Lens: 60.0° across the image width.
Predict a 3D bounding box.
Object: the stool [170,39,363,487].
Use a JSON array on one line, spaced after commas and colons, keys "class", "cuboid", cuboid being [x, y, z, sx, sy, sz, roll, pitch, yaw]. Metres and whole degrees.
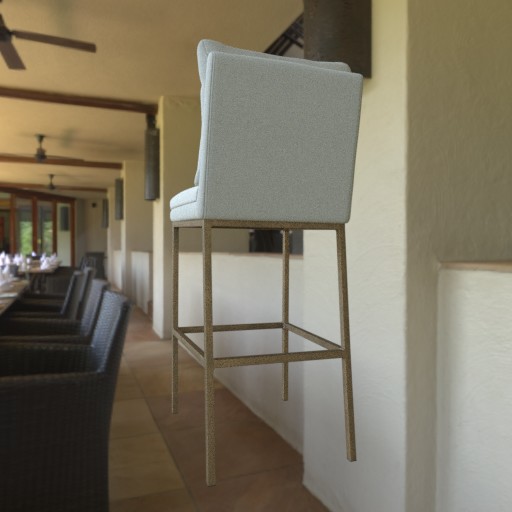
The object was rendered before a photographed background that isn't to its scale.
[{"class": "stool", "cuboid": [0.000, 0.000, 1.400, 0.463, 1.125, 0.572, 0, 1, -19]}]
